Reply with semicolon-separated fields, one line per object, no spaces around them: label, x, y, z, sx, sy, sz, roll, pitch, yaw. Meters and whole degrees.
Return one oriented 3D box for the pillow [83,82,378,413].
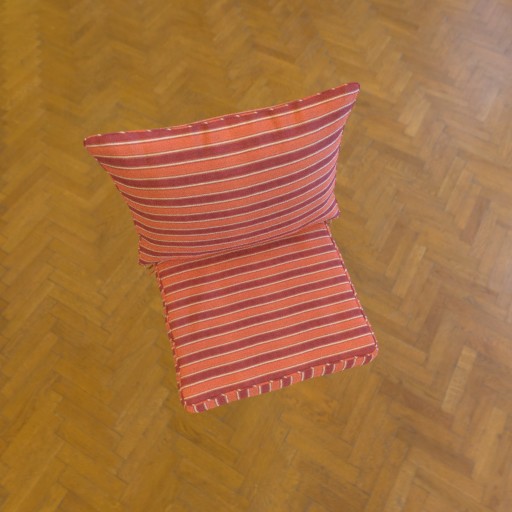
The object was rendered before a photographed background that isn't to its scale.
pillow;0.000;0.000;1.411;0.799;0.723;0.733;-14;64;-7
